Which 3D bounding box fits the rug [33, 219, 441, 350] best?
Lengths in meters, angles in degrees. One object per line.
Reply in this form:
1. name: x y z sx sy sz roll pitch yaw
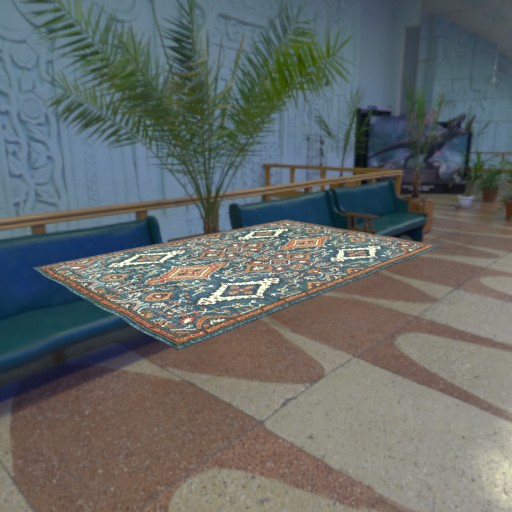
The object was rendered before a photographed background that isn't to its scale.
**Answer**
1. rug: 0.000 0.000 4.252 3.371 0.008 2.190 -14 21 -43
